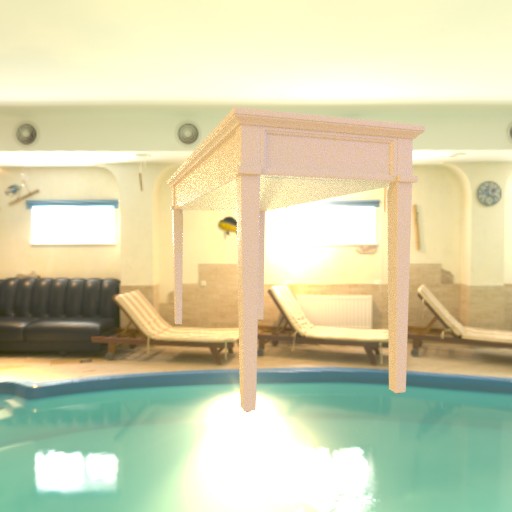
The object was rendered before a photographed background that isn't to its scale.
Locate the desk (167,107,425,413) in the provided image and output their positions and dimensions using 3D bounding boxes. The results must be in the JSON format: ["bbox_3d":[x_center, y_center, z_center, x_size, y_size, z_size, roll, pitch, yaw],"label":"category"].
[{"bbox_3d":[0.000,0.000,1.830,0.559,0.774,1.372,-1,2,-18],"label":"desk"}]
